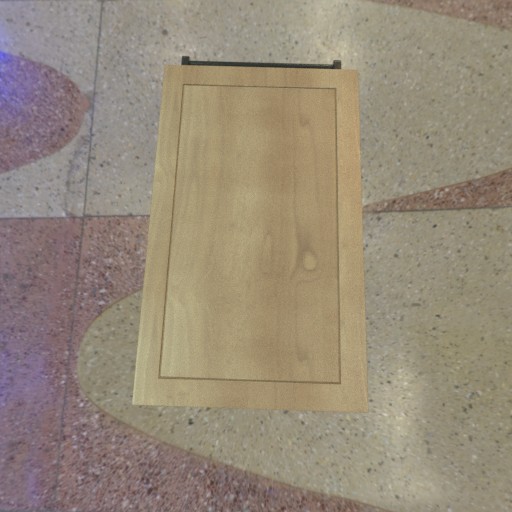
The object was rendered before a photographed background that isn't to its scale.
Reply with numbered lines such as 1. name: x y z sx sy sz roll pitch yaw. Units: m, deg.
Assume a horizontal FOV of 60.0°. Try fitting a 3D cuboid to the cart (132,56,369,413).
1. cart: 0.000 0.000 1.393 0.459 0.901 0.840 2 76 0
